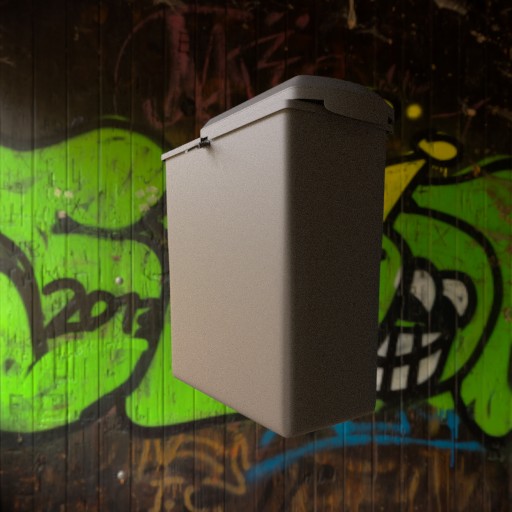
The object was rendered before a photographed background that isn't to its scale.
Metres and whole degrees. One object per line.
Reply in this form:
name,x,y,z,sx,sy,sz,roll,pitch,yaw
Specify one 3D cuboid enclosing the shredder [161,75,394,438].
shredder,0.000,0.000,0.534,0.170,0.335,0.320,0,1,-35
